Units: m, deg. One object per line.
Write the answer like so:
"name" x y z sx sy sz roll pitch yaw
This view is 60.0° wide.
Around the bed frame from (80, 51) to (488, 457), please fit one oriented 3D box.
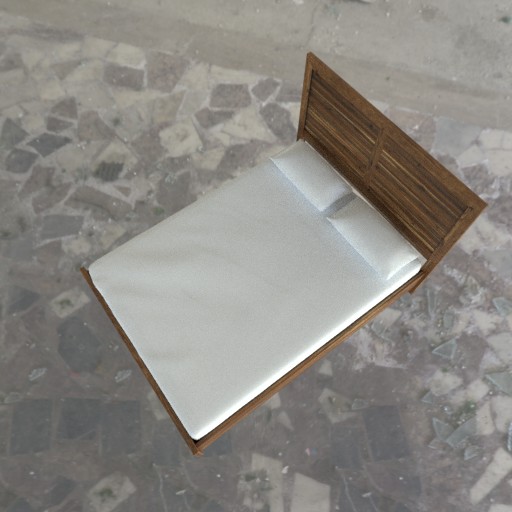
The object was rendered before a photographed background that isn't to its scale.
"bed frame" 0.000 0.000 3.334 2.276 1.417 1.696 -33 68 -16
